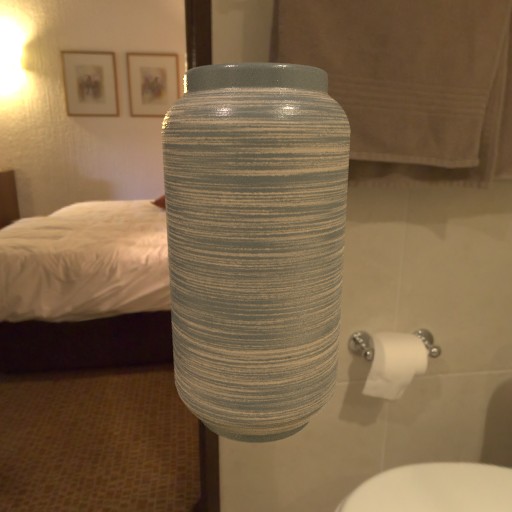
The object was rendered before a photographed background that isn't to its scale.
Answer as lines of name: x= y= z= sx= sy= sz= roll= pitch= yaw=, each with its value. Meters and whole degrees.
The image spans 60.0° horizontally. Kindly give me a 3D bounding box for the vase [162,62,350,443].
vase: x=0.000 y=0.000 z=0.299 sx=0.116 sy=0.230 sz=0.116 roll=0 pitch=15 yaw=0
